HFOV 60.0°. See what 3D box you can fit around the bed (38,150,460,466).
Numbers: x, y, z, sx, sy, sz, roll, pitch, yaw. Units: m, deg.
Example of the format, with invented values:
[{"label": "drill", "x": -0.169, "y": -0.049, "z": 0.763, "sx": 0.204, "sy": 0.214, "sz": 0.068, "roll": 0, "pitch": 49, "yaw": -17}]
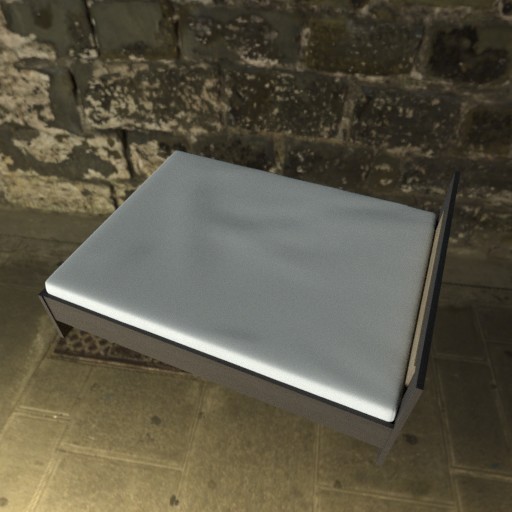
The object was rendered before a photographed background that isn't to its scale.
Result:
[{"label": "bed", "x": 0.000, "y": 0.000, "z": 2.803, "sx": 2.073, "sy": 0.823, "sz": 1.585, "roll": 17, "pitch": 48, "yaw": 16}]
